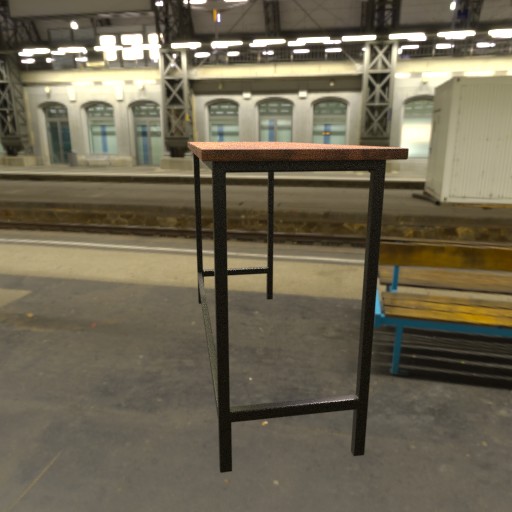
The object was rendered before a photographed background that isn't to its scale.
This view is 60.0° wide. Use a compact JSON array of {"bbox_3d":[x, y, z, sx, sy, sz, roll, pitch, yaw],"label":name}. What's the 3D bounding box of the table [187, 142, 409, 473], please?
[{"bbox_3d":[0.000,0.000,1.509,0.408,0.740,1.204,-3,15,-9],"label":"table"}]
